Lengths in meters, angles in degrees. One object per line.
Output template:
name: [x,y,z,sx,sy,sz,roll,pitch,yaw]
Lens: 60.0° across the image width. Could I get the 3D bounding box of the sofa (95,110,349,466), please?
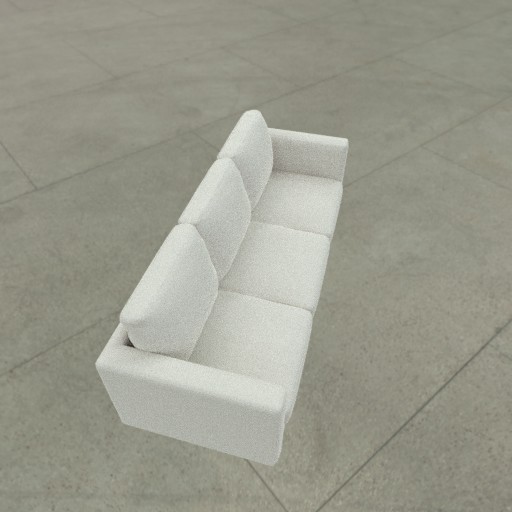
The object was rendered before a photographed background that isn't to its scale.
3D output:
sofa: [0.000,0.000,2.559,0.802,0.912,2.029,11,46,11]
